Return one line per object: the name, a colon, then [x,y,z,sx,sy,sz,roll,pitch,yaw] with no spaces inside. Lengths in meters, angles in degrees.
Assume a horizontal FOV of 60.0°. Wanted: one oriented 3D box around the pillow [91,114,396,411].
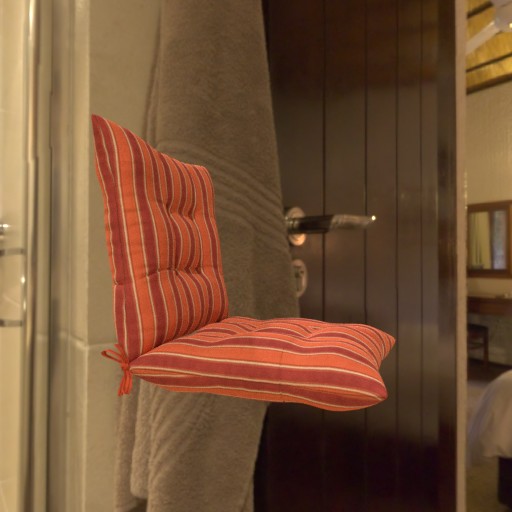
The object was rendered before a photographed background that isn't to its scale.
pillow: [0.000,0.000,0.988,0.585,0.536,0.541,0,-1,18]
